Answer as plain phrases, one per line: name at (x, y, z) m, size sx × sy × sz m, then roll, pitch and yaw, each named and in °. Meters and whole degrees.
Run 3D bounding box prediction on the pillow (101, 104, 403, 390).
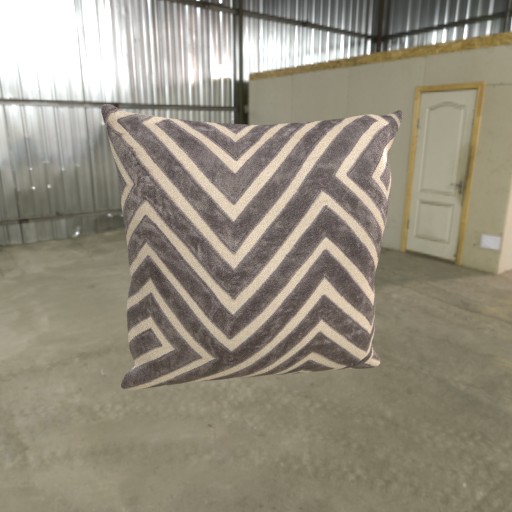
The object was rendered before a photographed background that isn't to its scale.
pillow at (0.000, 0.000, 0.681) m, size 0.440 × 0.441 × 0.182 m, roll -2°, pitch 17°, yaw -8°
